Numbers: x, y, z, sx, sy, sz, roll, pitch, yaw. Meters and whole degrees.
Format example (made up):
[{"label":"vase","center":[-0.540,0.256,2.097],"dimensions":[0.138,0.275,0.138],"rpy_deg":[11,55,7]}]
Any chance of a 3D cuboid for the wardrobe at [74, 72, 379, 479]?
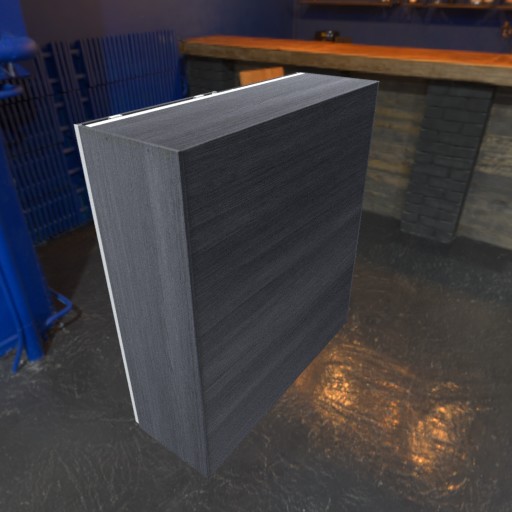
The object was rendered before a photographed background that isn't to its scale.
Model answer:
[{"label":"wardrobe","center":[0.000,0.000,2.857],"dimensions":[0.629,1.960,1.780],"rpy_deg":[21,37,31]}]
